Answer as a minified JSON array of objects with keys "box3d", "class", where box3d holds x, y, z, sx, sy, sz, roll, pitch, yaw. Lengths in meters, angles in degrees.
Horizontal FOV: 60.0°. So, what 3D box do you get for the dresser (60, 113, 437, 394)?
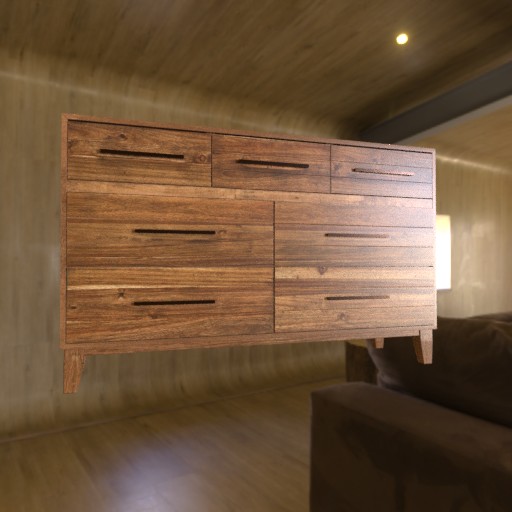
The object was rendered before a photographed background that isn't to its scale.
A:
[{"box3d":[0.000,0.000,1.778,1.400,0.873,0.446,0,-1,-18],"class":"dresser"}]
